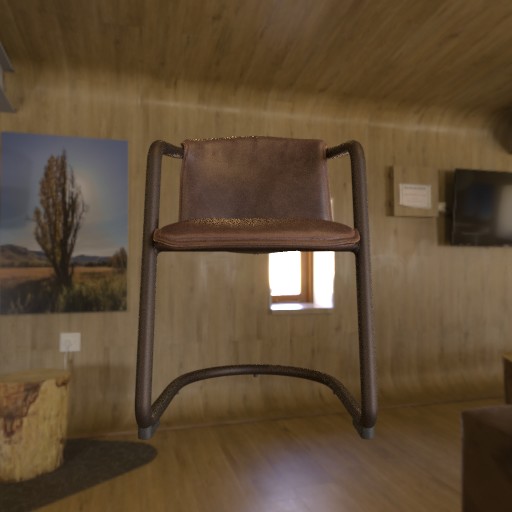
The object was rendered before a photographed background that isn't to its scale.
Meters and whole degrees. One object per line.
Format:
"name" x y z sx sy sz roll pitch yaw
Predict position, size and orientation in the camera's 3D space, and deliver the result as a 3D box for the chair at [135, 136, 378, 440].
"chair" 0.000 0.000 1.268 0.536 0.836 0.664 0 -2 0
